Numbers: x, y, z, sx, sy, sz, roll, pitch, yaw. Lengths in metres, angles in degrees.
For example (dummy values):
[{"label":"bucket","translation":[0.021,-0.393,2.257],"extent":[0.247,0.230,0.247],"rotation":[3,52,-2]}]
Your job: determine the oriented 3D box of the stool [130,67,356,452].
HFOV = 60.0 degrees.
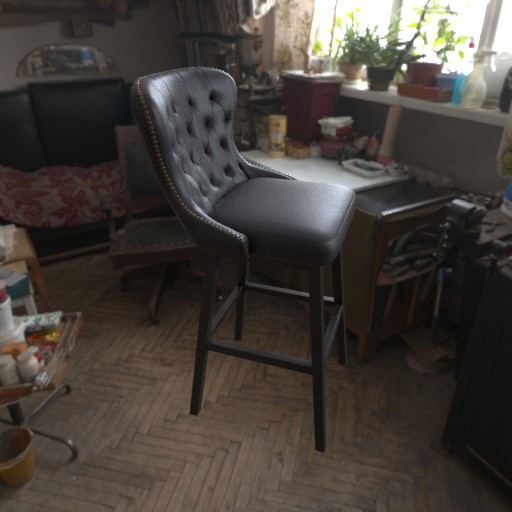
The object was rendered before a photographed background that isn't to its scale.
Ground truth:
[{"label":"stool","translation":[0.000,0.000,1.386],"extent":[0.601,1.050,0.528],"rotation":[10,30,17]}]
